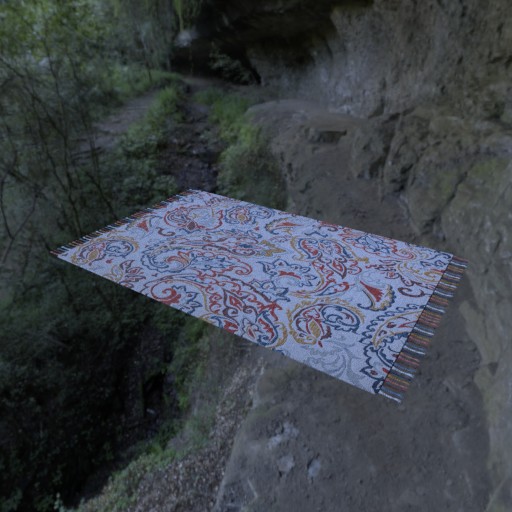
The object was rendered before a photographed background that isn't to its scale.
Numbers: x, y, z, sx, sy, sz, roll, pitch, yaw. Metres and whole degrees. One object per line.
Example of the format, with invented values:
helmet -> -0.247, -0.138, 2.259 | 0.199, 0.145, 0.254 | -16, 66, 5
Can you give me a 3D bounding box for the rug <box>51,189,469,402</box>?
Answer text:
rug -> 0.000, 0.000, 2.453 | 1.997, 0.010, 1.218 | 18, 34, 29
